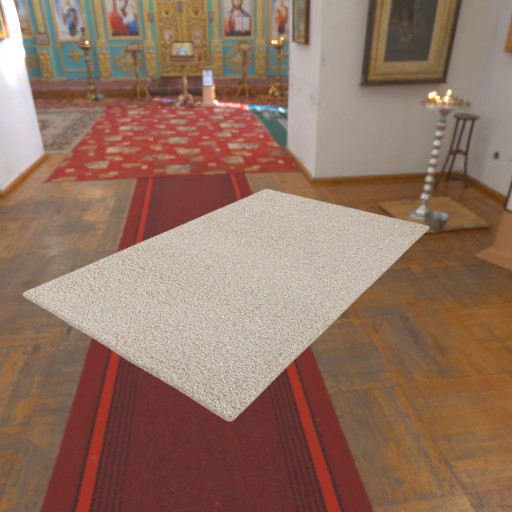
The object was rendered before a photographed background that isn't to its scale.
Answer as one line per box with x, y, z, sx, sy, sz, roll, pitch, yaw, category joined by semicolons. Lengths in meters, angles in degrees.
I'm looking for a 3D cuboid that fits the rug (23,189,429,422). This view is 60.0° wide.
0.000;0.000;3.401;1.778;0.030;2.743;19;32;32;rug
